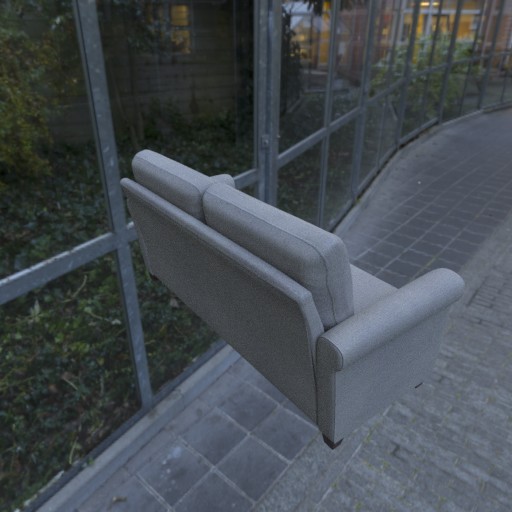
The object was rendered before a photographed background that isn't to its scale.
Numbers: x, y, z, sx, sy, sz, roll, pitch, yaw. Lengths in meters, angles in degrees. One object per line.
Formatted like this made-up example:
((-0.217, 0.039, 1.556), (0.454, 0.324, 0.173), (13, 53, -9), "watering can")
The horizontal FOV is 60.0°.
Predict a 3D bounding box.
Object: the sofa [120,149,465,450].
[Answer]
((0.000, 0.000, 2.443), (0.842, 0.942, 1.935), (-19, 33, -32), "sofa")
